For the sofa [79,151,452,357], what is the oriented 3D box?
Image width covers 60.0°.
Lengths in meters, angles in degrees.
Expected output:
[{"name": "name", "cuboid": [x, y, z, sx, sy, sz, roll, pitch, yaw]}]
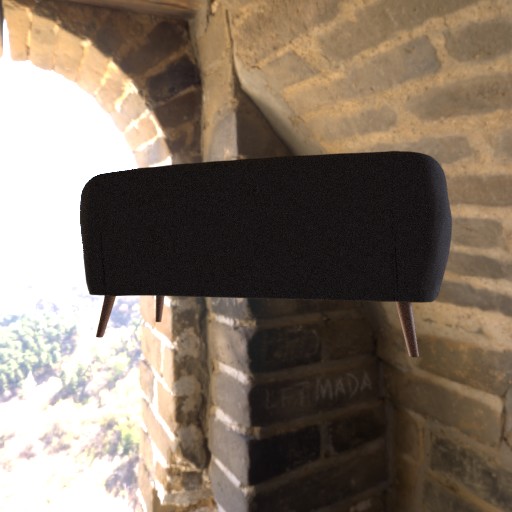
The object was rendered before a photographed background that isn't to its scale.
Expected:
[{"name": "sofa", "cuboid": [0.000, 0.000, 2.272, 1.840, 0.820, 0.820, 0, -1, 18]}]
